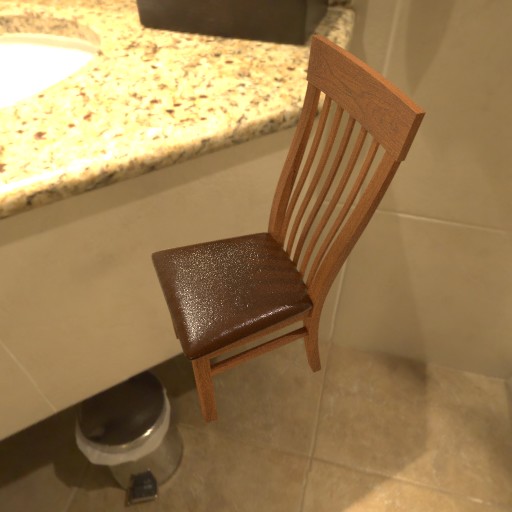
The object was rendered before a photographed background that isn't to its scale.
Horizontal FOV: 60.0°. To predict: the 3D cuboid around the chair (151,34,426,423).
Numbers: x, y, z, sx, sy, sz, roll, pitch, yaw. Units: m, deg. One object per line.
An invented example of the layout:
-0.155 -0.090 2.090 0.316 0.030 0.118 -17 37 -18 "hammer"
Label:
0.000 0.000 1.339 0.580 1.050 0.450 -17 49 -15 "chair"
